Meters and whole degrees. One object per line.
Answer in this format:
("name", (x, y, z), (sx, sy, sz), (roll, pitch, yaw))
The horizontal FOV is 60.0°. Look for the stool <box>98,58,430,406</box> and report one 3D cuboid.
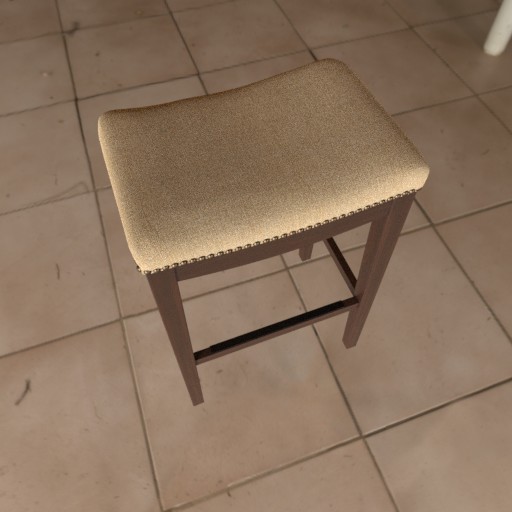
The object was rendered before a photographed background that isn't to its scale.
("stool", (0.000, 0.000, 1.060), (0.509, 0.768, 0.363), (-18, 59, -11))
